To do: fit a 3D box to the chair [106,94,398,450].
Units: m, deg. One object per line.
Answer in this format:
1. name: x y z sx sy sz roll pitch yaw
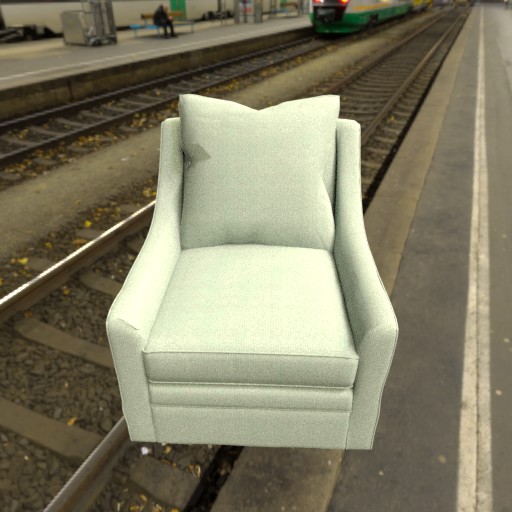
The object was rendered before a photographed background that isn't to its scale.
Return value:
1. chair: 0.000 0.000 1.521 0.760 0.926 0.870 1 31 2
